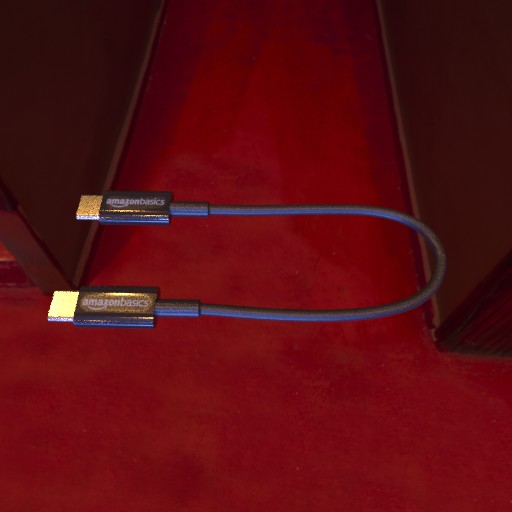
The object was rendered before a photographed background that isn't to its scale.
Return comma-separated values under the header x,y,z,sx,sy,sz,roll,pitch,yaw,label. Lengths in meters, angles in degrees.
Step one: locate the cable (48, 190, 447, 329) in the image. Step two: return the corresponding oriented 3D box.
x,y,z,sx,sy,sz,roll,pitch,yaw,label
0.000,0.000,0.115,0.098,0.005,0.041,1,59,1,cable
